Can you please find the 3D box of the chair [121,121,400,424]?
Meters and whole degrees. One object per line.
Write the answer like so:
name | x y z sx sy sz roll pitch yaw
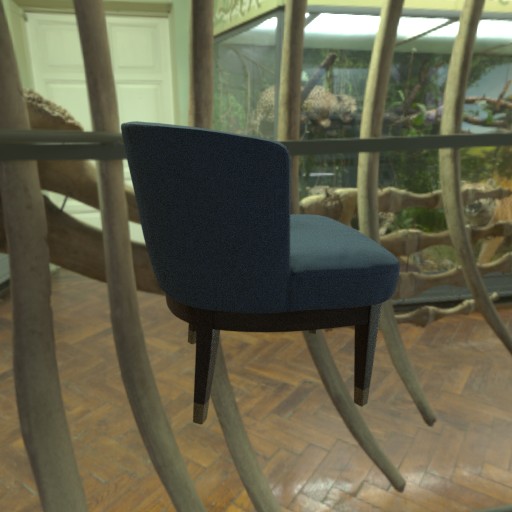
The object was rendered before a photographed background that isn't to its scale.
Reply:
chair | 0.000 0.000 1.307 0.702 0.760 0.661 -3 17 -10
